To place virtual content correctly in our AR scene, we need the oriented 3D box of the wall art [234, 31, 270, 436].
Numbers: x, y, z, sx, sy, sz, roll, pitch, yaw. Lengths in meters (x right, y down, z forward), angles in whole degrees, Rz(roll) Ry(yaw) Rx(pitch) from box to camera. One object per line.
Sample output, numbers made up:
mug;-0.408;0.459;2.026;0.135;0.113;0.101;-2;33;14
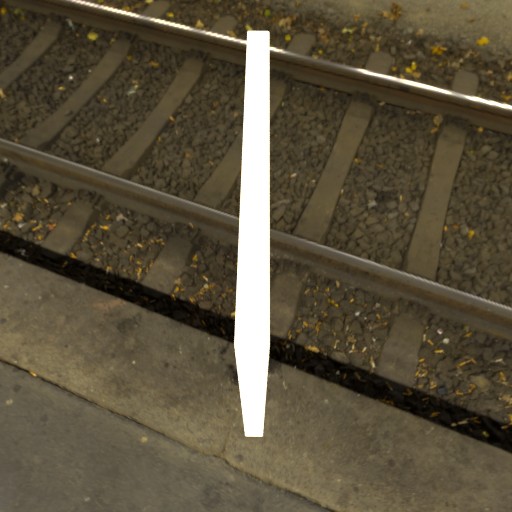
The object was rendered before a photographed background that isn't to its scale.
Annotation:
wall art;0.000;0.000;1.611;0.071;1.061;1.061;1;59;0
